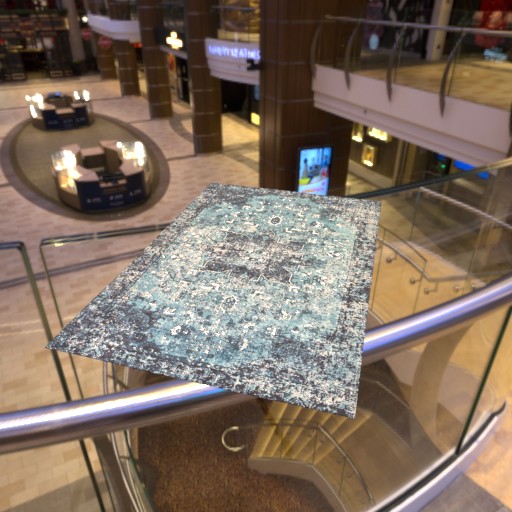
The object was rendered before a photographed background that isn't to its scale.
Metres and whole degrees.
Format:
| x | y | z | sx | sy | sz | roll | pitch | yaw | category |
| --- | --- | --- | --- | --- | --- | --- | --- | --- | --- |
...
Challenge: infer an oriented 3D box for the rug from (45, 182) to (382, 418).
| x | y | z | sx | sy | sz | roll | pitch | yaw | category |
| --- | --- | --- | --- | --- | --- | --- | --- | --- | --- |
| 0.000 | 0.000 | 2.365 | 1.219 | 0.005 | 1.828 | 9 | 32 | 14 | rug |
